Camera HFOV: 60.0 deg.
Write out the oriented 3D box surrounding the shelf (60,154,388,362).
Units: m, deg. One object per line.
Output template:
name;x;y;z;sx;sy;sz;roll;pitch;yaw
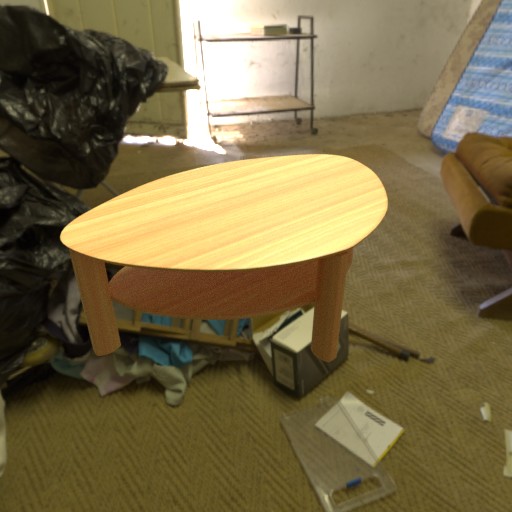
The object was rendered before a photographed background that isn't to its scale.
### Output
shelf;0.000;0.000;1.649;1.246;0.440;0.845;-22;37;-33
